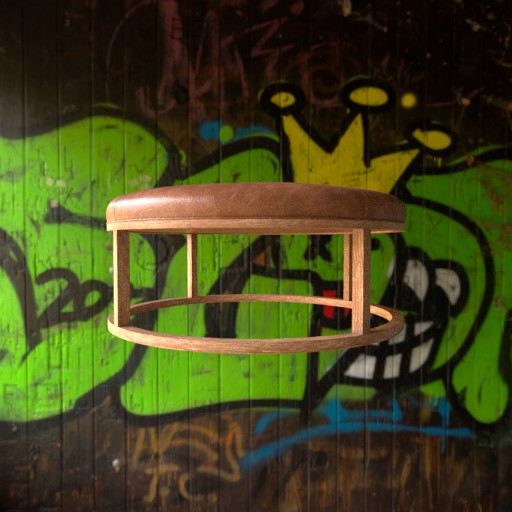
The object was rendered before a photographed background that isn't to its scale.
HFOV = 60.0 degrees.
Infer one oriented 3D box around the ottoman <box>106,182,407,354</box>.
[{"bbox_3d":[0.000,0.000,1.563,1.006,0.445,1.006,0,2,0],"label":"ottoman"}]
